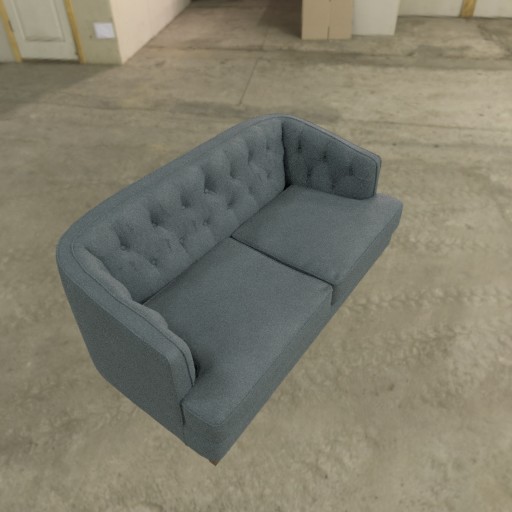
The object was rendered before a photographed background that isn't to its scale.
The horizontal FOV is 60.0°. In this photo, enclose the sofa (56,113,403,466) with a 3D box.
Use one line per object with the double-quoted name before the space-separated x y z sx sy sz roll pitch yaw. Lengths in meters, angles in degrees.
"sofa" 0.000 0.000 2.261 0.941 0.855 1.733 25 47 26
